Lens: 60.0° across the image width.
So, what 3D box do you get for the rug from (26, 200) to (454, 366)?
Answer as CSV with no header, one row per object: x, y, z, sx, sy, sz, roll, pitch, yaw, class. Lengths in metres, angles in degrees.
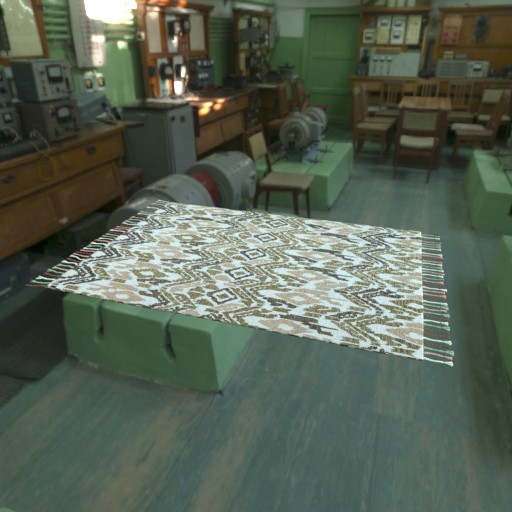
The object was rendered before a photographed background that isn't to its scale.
0.000,0.000,2.278,1.829,0.008,1.219,8,28,16,rug
